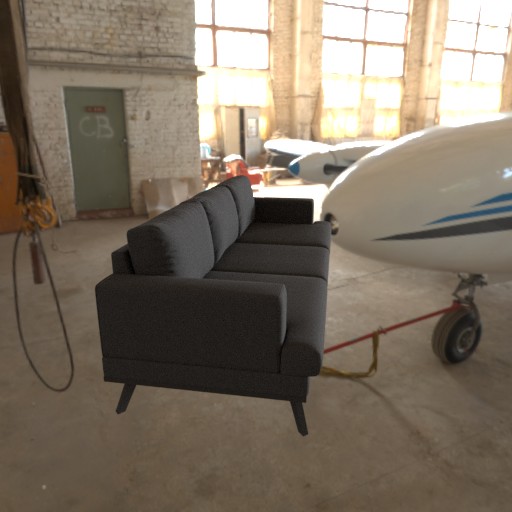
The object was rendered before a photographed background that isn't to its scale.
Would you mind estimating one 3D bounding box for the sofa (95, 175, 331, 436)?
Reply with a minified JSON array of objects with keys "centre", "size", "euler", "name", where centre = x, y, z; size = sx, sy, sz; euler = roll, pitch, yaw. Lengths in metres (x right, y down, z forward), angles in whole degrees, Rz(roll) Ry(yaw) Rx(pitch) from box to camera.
[{"centre":[0.000,0.000,2.811],"size":[0.920,0.810,2.310],"euler":[3,17,10],"name":"sofa"}]
